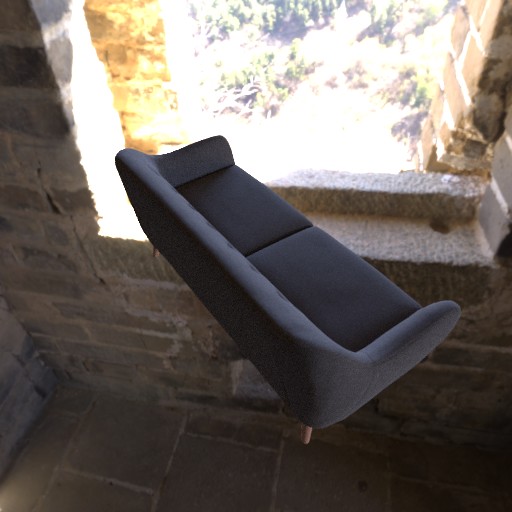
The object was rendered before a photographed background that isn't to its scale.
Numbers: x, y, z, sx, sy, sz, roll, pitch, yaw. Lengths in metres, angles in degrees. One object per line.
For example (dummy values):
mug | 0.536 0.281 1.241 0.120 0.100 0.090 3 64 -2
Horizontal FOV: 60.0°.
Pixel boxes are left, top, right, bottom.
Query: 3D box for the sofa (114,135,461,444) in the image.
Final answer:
sofa | 0.000 0.000 2.265 0.820 0.820 1.840 -26 48 -25
